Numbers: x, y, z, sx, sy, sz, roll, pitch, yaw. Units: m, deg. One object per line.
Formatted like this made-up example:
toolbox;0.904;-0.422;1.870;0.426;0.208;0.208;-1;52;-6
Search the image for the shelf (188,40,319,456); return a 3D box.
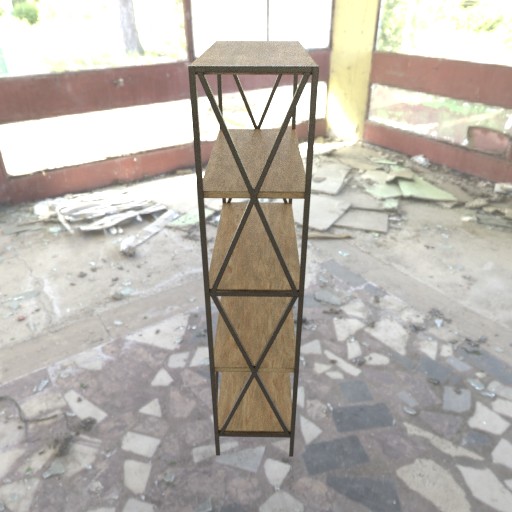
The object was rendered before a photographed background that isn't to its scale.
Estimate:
shelf;0.000;0.000;2.136;0.386;1.803;0.874;0;30;1
